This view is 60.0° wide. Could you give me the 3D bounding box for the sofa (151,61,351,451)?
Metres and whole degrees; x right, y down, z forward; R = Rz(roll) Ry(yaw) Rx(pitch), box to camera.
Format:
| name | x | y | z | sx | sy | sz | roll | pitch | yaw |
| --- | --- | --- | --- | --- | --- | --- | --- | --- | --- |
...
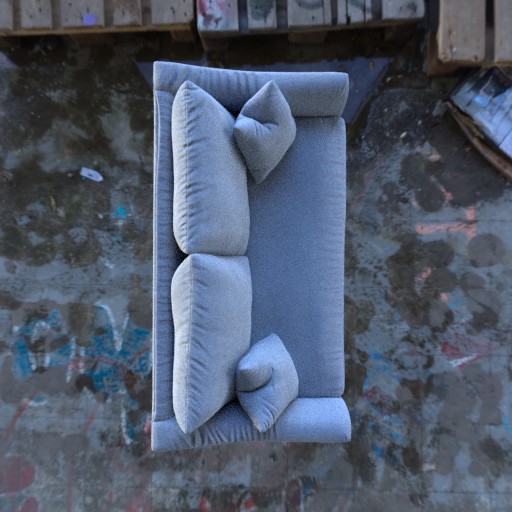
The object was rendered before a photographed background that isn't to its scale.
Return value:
| name | x | y | z | sx | sy | sz | roll | pitch | yaw |
| --- | --- | --- | --- | --- | --- | --- | --- | --- | --- |
| sofa | 0.000 | 0.000 | 2.594 | 1.072 | 1.018 | 2.010 | 0 | 89 | 1 |
